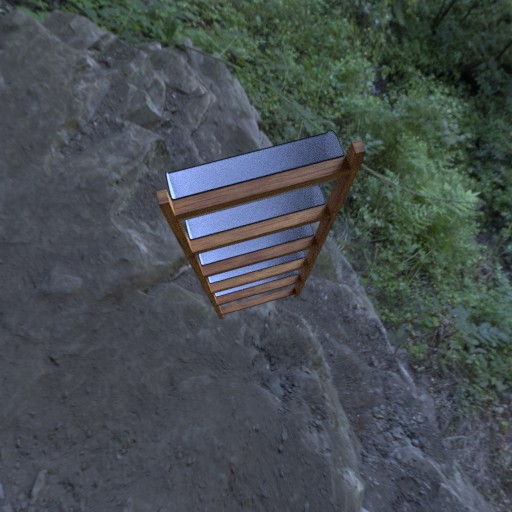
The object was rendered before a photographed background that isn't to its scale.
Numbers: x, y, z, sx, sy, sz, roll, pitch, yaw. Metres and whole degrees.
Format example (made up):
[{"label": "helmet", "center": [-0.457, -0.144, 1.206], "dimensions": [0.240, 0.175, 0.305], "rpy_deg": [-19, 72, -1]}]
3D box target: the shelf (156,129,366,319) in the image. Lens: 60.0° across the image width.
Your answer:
[{"label": "shelf", "center": [0.000, 0.000, 1.716], "dimensions": [0.454, 1.600, 0.141], "rpy_deg": [-15, 74, -4]}]
